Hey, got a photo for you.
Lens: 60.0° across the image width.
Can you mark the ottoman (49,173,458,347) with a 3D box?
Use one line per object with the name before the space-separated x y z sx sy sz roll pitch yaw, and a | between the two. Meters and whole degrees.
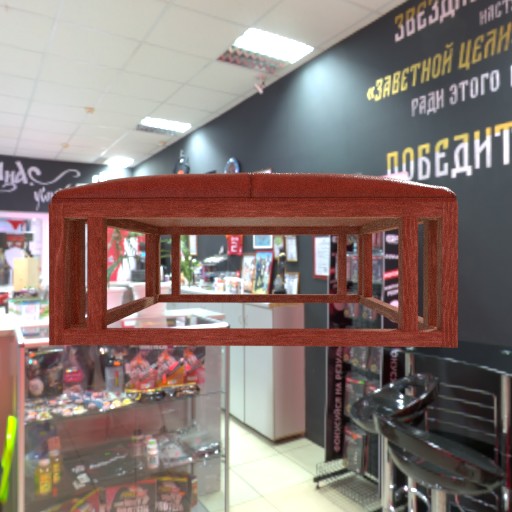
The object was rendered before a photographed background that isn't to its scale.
ottoman | 0.000 0.000 1.596 1.013 0.442 1.016 0 0 1
